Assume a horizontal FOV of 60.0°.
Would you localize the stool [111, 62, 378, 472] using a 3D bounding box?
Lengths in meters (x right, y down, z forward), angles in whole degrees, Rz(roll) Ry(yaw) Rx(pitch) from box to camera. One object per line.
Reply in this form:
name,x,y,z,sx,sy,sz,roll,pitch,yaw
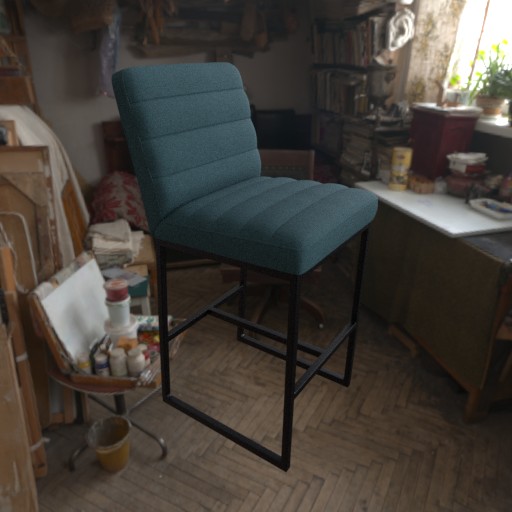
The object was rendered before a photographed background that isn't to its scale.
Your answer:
stool,0.000,0.000,1.316,0.560,1.040,0.460,17,30,31
